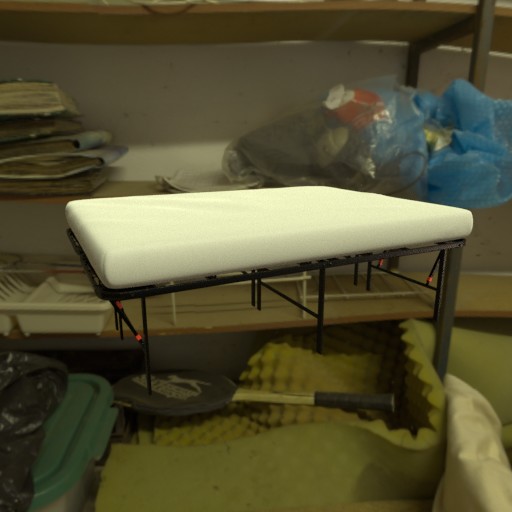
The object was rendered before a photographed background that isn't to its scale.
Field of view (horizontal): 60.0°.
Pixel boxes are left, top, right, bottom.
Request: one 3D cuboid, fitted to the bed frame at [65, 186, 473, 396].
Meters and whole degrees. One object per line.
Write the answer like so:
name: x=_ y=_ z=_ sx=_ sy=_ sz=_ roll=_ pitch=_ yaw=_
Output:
bed frame: x=0.000 y=0.000 z=2.553 sx=1.905 sy=0.637 sz=1.372 roll=-8 pitch=17 yaw=-26
